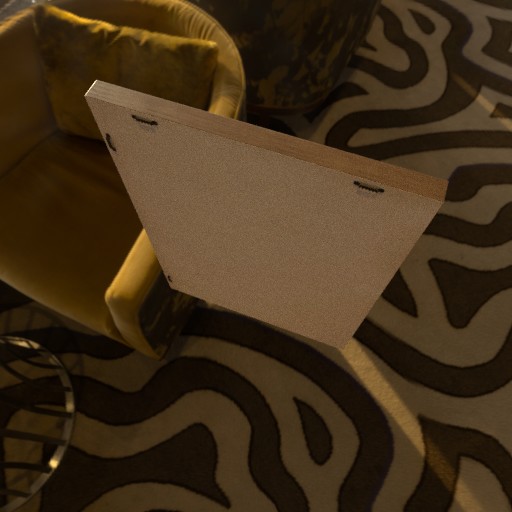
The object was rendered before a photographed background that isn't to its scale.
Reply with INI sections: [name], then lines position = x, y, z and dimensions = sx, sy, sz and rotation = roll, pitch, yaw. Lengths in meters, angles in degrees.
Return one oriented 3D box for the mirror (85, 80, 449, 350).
[mirror]
position = 0.000, 0.000, 0.910
dimensions = 0.508, 0.711, 0.039
rotation = 19, 65, 9
